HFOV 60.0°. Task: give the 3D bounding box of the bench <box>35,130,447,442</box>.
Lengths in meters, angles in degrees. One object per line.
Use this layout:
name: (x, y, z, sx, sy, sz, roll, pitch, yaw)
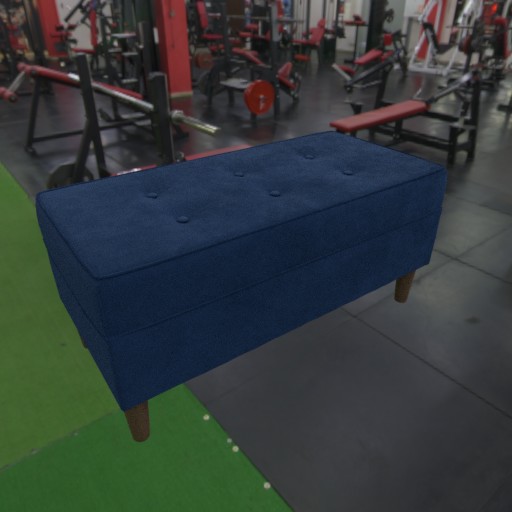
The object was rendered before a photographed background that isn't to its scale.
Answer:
bench: (0.000, 0.000, 1.263, 1.010, 0.467, 0.489, -20, 36, -30)
